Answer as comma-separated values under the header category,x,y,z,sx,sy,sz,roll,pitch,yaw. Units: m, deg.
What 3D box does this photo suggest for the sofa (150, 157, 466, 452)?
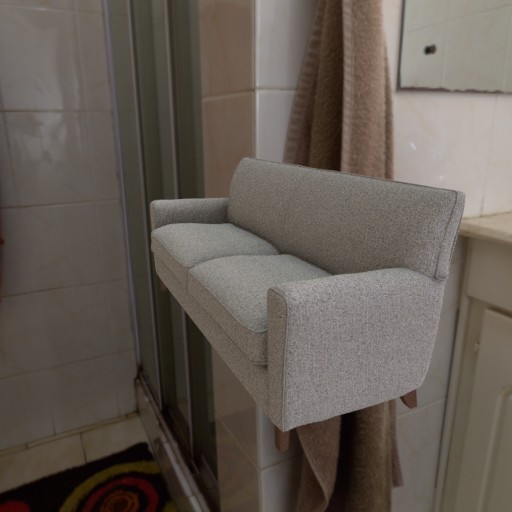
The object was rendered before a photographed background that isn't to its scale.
category,x,y,z,sx,sy,sz,roll,pitch,yaw
sofa,0.000,0.000,2.476,0.854,0.942,2.026,-8,18,-24
